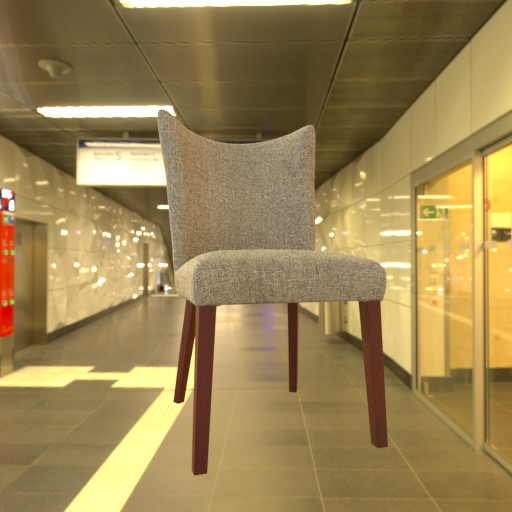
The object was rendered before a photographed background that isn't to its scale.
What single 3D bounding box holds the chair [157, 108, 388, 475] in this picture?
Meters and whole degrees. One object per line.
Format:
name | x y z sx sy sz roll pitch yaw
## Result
chair | 0.000 0.000 1.291 0.535 0.924 0.623 0 -1 -18
